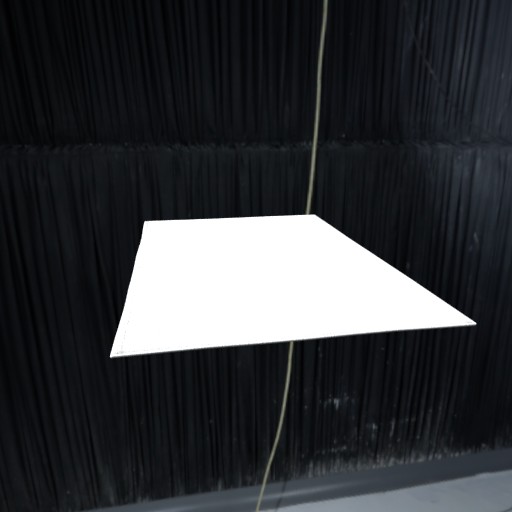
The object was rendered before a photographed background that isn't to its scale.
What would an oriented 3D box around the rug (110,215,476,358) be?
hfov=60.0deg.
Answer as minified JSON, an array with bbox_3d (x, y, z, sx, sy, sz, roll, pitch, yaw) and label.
[{"bbox_3d":[0.000,0.000,3.416,1.819,0.018,2.746,-3,17,-10],"label":"rug"}]
